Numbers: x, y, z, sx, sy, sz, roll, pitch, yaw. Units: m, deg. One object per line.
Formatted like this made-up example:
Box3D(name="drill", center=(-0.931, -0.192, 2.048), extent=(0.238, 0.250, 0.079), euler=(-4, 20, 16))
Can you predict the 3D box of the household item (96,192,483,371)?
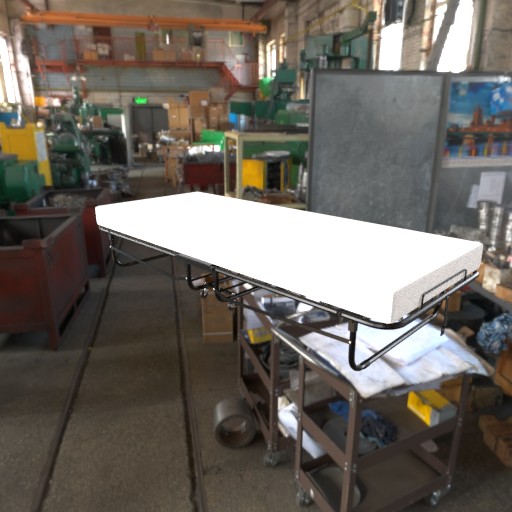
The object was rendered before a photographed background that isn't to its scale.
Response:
Box3D(name="household item", center=(0.000, 0.000, 2.208), extent=(1.905, 0.356, 0.787), euler=(16, 24, 42))
